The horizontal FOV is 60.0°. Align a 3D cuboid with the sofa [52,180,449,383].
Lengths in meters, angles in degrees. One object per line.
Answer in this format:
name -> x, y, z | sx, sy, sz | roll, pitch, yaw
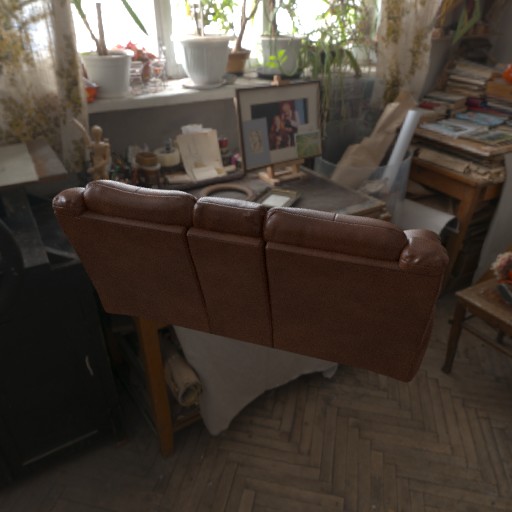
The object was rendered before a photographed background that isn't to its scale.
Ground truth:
sofa -> 0.000, 0.000, 2.639 | 2.058, 1.043, 0.991 | 10, 32, 16
